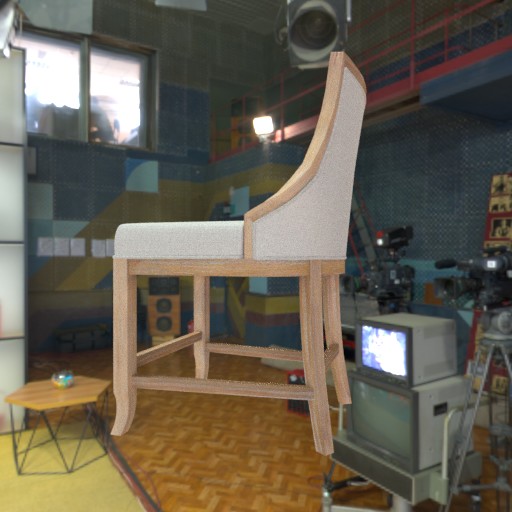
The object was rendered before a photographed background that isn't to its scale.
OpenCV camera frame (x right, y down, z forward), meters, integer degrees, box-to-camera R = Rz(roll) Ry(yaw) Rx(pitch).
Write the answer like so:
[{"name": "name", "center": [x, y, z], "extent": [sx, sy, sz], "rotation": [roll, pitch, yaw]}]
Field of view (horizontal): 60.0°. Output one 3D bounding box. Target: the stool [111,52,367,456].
[{"name": "stool", "center": [0.000, 0.000, 1.302], "extent": [0.626, 0.938, 0.524], "rotation": [0, 0, 19]}]
